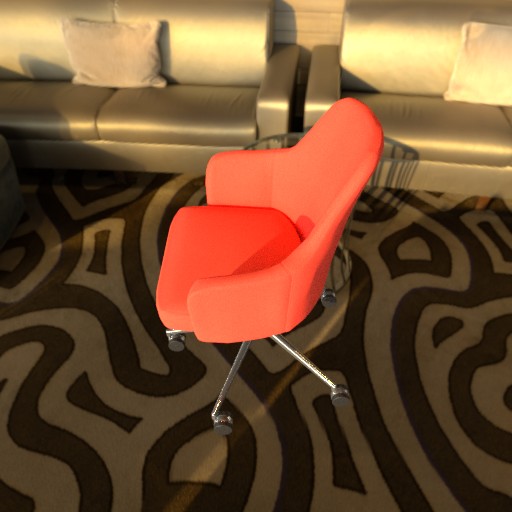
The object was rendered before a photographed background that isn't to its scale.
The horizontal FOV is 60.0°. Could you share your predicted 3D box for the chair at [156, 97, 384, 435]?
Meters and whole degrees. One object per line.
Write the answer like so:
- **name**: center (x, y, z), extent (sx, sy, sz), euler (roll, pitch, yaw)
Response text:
- **chair**: center (0.000, 0.000, 1.264), extent (0.600, 0.820, 0.655), euler (0, 42, 0)
